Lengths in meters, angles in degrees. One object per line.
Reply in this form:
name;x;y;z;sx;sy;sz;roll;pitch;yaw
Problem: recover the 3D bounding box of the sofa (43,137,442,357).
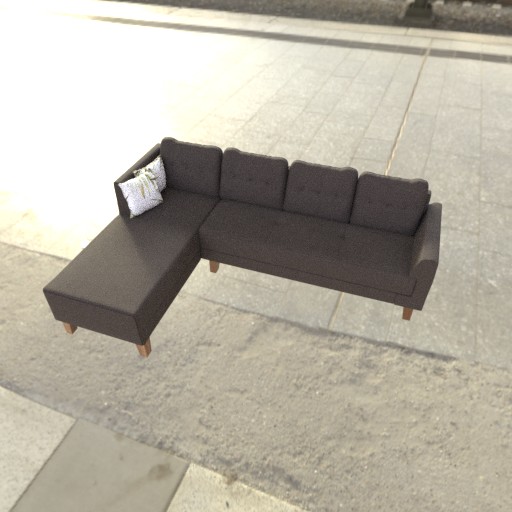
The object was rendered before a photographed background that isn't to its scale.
sofa;0.000;0.000;3.535;2.679;0.932;1.829;13;43;14
